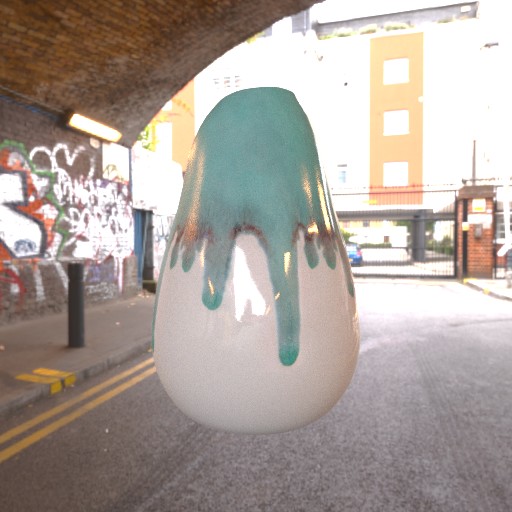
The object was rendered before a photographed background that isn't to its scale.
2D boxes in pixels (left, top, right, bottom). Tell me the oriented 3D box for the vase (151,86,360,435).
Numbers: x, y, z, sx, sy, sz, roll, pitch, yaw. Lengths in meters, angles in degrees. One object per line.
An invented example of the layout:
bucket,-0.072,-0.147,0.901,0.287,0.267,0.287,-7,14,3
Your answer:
vase,0.000,0.000,0.252,0.116,0.179,0.116,0,1,0
